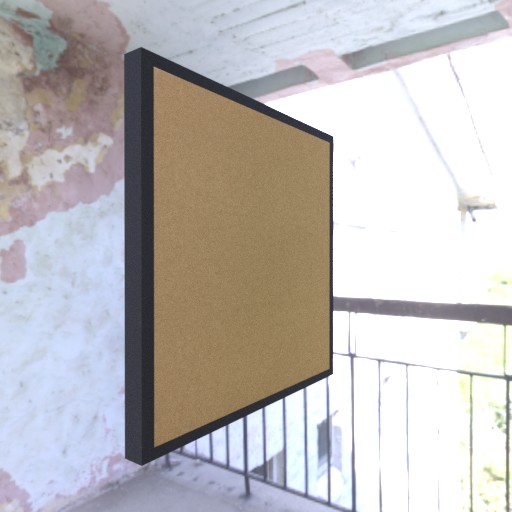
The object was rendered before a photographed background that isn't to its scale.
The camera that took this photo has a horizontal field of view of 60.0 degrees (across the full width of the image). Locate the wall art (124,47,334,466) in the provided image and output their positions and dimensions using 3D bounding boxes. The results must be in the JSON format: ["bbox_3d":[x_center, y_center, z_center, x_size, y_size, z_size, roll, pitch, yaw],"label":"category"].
[{"bbox_3d":[0.000,0.000,0.750,0.033,0.507,0.508,0,0,37],"label":"wall art"}]
